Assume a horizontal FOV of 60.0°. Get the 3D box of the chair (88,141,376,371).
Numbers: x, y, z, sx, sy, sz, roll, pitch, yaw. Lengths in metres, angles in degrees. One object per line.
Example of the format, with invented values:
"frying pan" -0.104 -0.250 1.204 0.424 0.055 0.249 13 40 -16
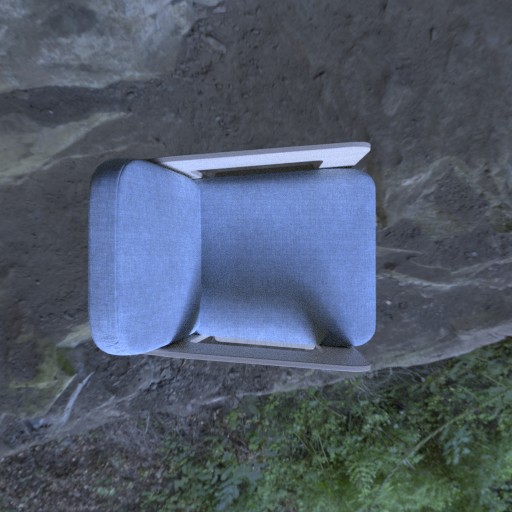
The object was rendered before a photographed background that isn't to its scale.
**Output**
"chair" 0.000 0.000 1.295 0.710 0.800 0.590 0 90 -2
